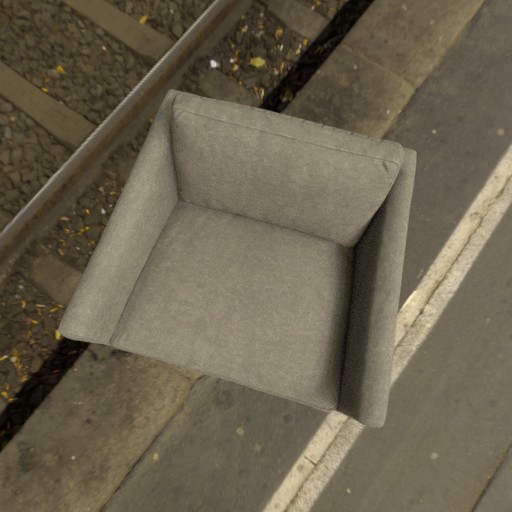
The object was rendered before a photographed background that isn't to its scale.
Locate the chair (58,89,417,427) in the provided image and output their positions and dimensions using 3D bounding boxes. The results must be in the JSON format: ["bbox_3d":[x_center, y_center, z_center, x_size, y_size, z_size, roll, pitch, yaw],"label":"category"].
[{"bbox_3d":[0.000,0.000,1.889,1.190,0.845,1.091,15,77,4],"label":"chair"}]
